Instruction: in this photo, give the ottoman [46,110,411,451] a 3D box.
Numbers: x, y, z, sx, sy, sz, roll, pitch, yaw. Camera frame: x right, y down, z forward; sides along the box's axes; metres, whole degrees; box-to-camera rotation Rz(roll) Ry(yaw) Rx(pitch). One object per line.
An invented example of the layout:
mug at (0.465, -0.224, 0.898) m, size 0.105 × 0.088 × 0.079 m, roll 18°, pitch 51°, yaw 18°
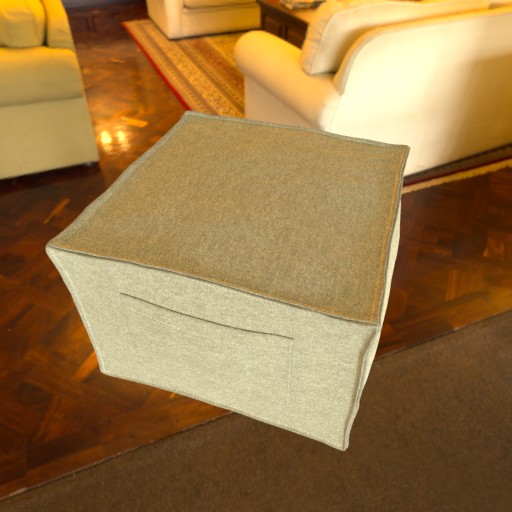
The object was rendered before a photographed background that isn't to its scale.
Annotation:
ottoman at (0.000, 0.000, 1.189) m, size 0.707 × 0.470 × 0.696 m, roll 12°, pitch 43°, yaw 13°
